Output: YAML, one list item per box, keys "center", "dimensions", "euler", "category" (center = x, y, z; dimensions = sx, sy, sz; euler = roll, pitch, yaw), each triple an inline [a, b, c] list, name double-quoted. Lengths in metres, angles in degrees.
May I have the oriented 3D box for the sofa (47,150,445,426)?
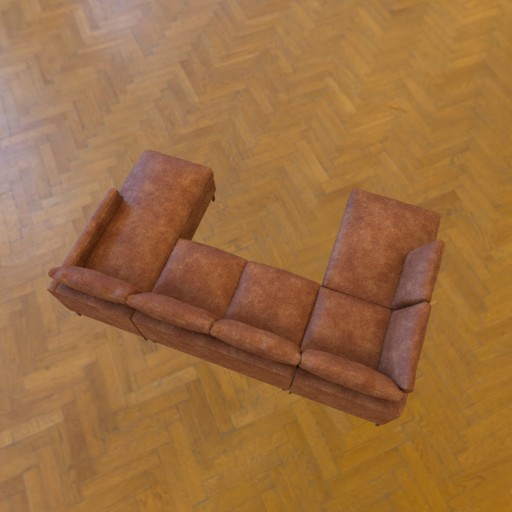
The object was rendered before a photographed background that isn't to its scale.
- center: [0.000, 0.000, 3.958]
  dimensions: [2.956, 0.900, 1.939]
  euler: [18, 65, 9]
  category: "sofa"
